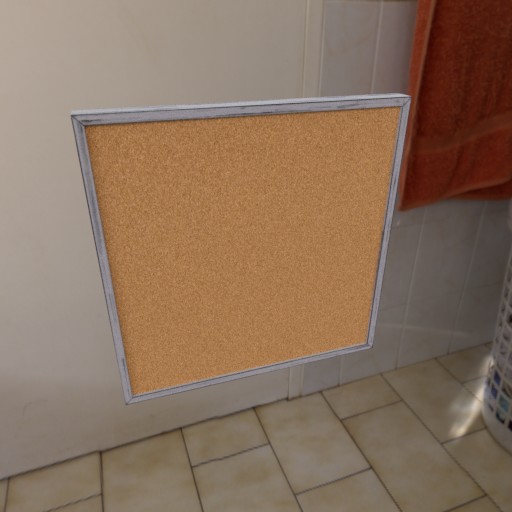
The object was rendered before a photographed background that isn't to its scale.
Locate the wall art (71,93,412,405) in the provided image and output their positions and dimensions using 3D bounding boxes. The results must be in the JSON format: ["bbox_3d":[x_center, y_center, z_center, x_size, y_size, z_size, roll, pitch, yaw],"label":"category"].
[{"bbox_3d":[0.000,0.000,0.764,0.506,0.506,0.038,-9,29,-16],"label":"wall art"}]
